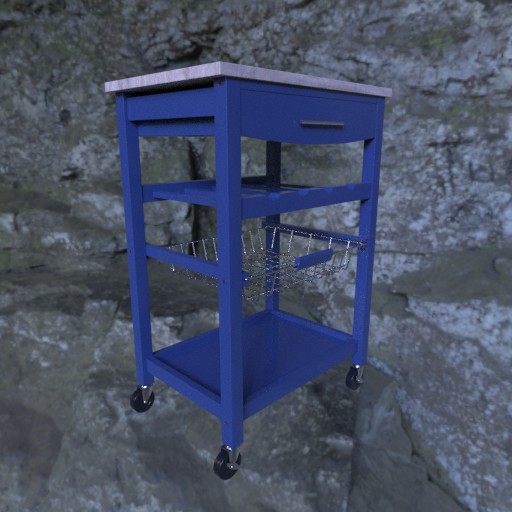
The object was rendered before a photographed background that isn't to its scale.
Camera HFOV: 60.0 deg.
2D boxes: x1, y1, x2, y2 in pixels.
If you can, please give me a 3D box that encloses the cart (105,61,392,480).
[{"bbox_3d":[0.000,0.000,1.162,0.403,0.839,0.584,14,20,43],"label":"cart"}]
